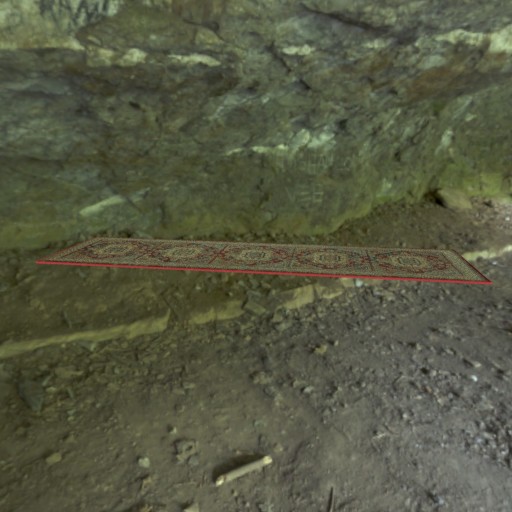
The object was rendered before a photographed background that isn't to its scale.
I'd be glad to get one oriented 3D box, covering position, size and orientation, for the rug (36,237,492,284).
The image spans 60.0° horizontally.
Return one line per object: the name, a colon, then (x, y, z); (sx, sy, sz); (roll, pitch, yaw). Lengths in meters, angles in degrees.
rug: (0.000, 0.000, 2.514); (2.292, 0.015, 0.659); (2, 15, 9)
